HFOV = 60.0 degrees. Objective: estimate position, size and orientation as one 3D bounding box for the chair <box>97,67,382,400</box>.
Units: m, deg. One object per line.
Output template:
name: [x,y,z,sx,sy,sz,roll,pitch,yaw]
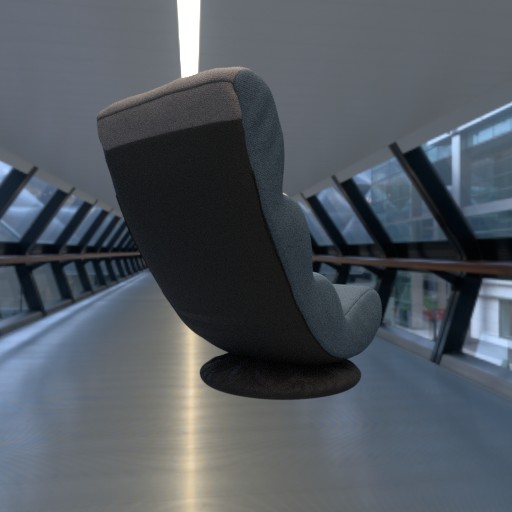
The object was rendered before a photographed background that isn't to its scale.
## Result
chair: [0.000,0.000,1.076,0.420,0.641,0.661,0,-1,36]
